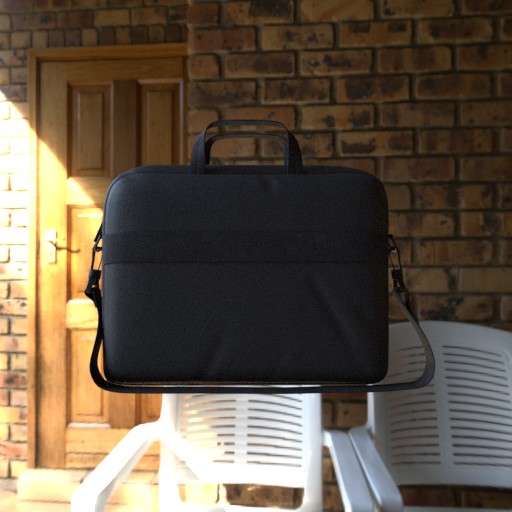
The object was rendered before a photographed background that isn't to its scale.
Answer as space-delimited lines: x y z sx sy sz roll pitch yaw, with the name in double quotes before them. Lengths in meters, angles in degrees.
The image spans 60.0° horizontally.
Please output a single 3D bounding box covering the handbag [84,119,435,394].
"handbag" 0.000 0.000 0.432 0.320 0.244 0.089 0 0 -1
